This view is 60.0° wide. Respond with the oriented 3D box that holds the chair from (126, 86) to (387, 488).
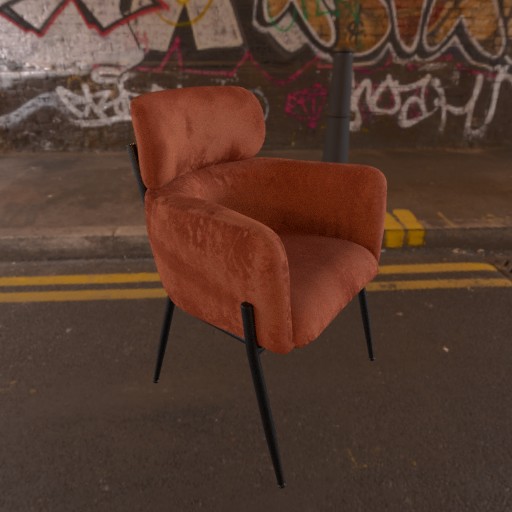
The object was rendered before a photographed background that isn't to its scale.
[{"bbox_3d":[0.000,0.000,1.118,0.523,0.772,0.561,17,30,31],"label":"chair"}]
